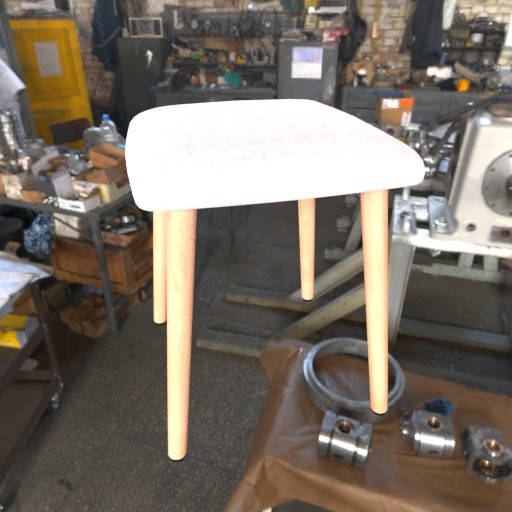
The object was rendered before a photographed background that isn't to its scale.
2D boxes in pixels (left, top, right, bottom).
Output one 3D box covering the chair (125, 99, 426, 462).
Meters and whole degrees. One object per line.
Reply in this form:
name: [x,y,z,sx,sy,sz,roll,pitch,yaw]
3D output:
chair: [0.000,0.000,0.698,0.350,0.440,0.350,-7,30,-13]
